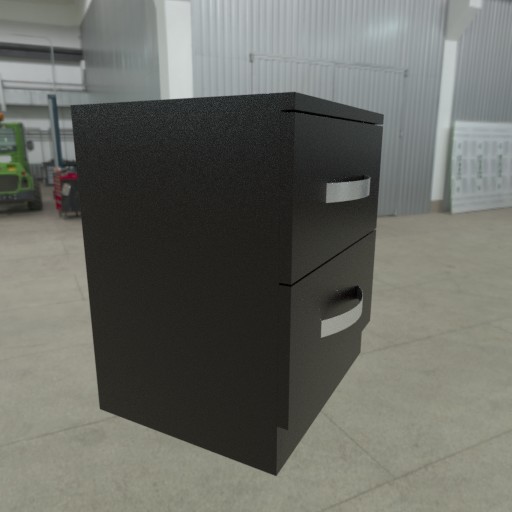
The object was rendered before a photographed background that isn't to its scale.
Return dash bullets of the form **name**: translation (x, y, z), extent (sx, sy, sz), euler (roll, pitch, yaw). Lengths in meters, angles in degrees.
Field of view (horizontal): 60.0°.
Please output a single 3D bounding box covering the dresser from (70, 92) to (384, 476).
- **dresser**: translation (0.000, 0.000, 0.750), extent (0.360, 0.470, 0.400), euler (7, 16, 27)
